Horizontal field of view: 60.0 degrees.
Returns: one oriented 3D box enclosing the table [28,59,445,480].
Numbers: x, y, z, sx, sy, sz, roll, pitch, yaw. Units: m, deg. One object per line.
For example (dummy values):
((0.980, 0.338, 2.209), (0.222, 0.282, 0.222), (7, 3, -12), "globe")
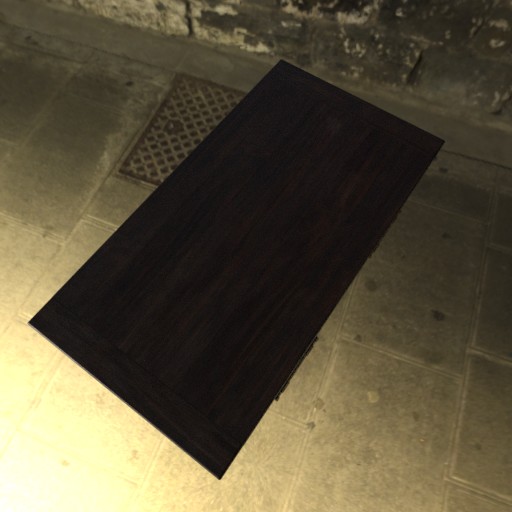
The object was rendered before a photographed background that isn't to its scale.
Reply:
((0.000, 0.000, 1.597), (0.700, 0.494, 1.270), (33, 69, 14), "table")
